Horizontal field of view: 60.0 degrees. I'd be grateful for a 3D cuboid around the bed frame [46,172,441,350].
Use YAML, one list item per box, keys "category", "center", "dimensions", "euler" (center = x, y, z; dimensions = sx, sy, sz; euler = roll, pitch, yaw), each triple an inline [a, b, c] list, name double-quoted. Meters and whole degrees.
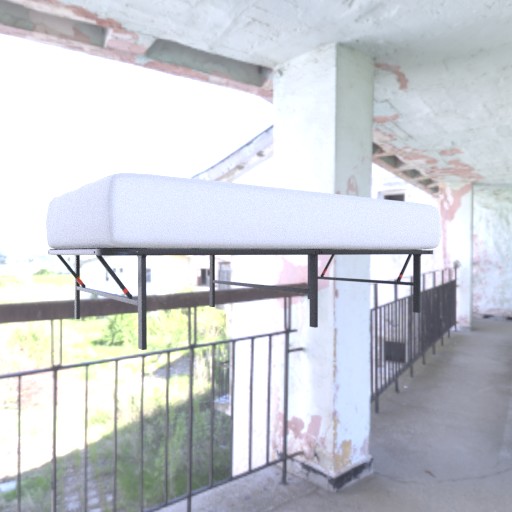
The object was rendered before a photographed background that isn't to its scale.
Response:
- category: "bed frame"
  center: [0.000, 0.000, 2.380]
  dimensions: [1.908, 0.640, 1.025]
  euler: [0, 1, -36]
